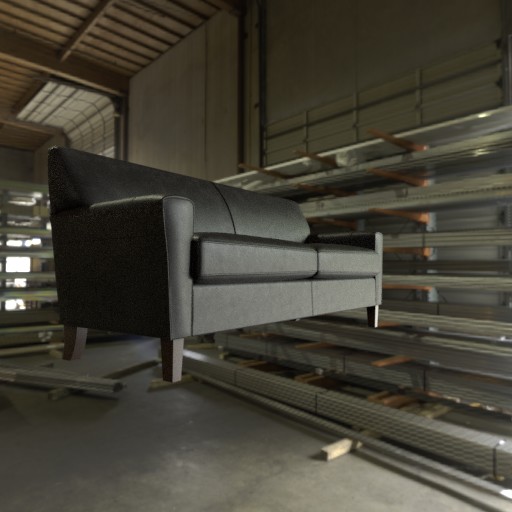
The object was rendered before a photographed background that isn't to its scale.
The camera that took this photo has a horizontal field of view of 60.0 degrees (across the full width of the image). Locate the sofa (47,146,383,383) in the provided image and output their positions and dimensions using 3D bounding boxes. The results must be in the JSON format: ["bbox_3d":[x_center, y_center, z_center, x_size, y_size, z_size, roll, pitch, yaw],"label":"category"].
[{"bbox_3d":[0.000,0.000,2.528,0.805,0.947,2.053,-1,-2,37],"label":"sofa"}]
